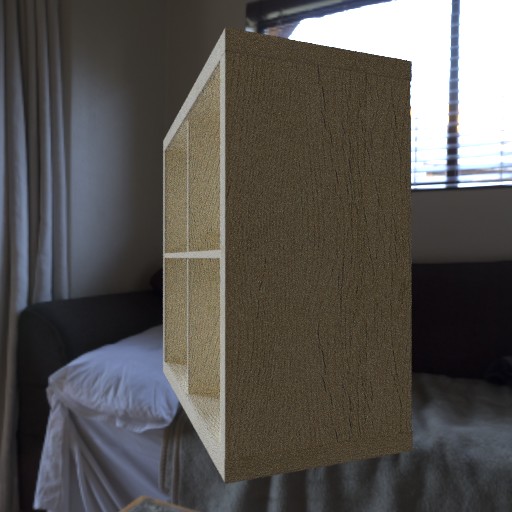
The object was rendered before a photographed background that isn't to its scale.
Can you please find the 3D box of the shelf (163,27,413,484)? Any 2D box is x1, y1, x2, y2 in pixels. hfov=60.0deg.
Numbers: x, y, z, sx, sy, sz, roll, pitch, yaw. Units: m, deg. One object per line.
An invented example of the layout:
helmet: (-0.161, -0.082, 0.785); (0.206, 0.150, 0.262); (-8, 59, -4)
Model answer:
shelf: (0.000, 0.000, 1.200); (0.390, 0.786, 0.790); (0, 0, -19)
